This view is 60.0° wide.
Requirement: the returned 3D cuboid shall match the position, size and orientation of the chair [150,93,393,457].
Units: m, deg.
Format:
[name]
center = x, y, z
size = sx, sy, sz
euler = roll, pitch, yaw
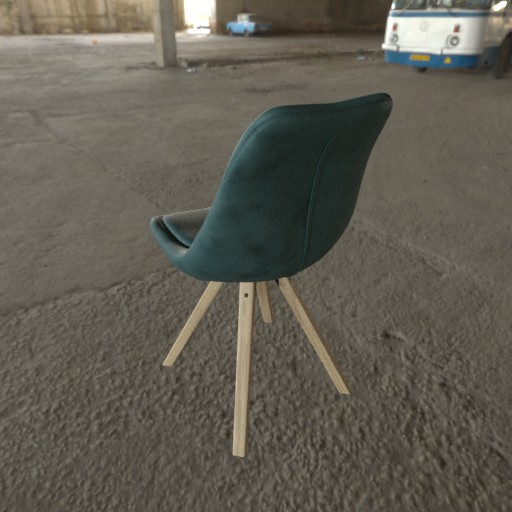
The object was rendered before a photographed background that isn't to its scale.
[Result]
[chair]
center = 0.000, 0.000, 1.176
size = 0.483, 0.865, 0.547
euler = -18, 34, -30
